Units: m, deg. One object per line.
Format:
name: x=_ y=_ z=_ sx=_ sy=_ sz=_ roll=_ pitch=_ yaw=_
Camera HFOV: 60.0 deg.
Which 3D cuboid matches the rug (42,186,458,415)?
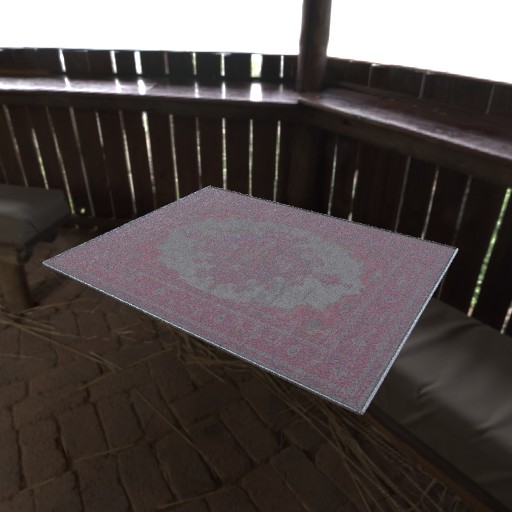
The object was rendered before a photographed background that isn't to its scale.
rug: x=0.000 y=0.000 z=4.198 sx=3.123 sy=0.017 sz=2.447 roll=18 pitch=34 yaw=29
